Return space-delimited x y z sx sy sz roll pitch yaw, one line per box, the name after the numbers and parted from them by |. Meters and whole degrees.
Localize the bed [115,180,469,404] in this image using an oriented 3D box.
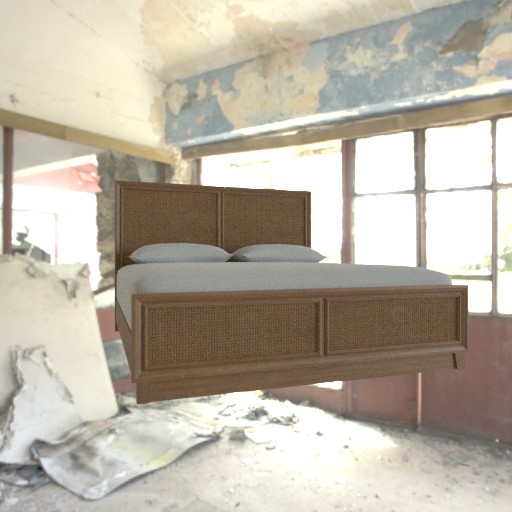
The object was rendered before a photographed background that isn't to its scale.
0.000 0.000 3.424 2.003 1.387 2.184 0 0 -20 | bed
